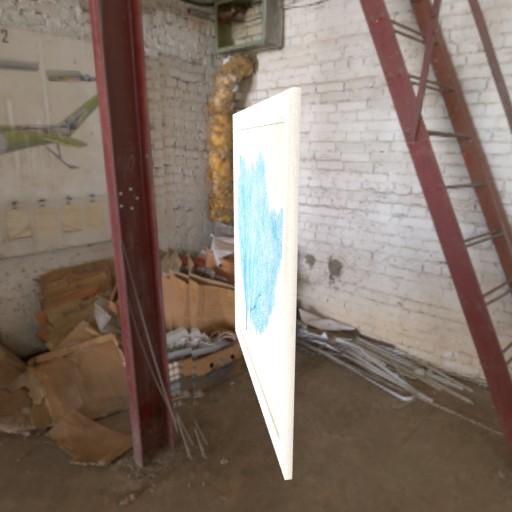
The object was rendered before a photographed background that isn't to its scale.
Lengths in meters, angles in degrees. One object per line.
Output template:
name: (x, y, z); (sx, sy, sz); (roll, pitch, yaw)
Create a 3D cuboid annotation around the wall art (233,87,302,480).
wall art: (0.000, 0.000, 0.906); (0.013, 0.584, 0.584); (-3, 15, -10)
